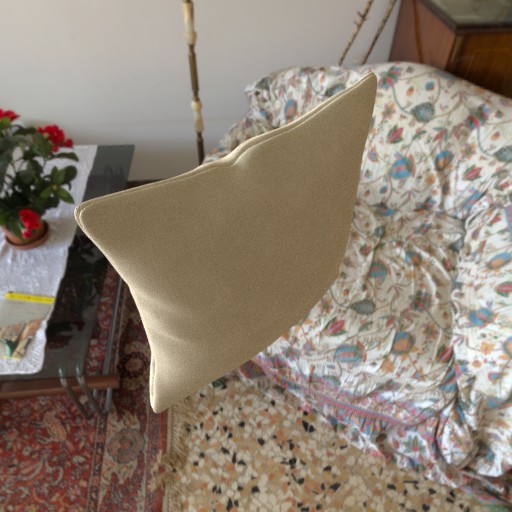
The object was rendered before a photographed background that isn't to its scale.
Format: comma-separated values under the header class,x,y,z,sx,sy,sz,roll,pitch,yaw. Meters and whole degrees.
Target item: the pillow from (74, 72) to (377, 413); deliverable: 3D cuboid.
class,x,y,z,sx,sy,sz,roll,pitch,yaw
pillow,0.000,0.000,0.647,0.437,0.420,0.162,-33,54,-27
